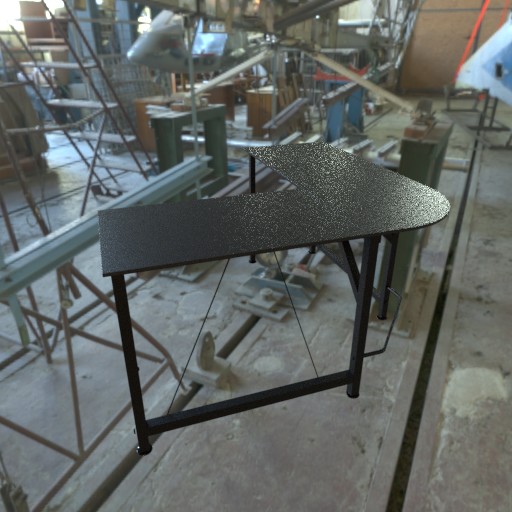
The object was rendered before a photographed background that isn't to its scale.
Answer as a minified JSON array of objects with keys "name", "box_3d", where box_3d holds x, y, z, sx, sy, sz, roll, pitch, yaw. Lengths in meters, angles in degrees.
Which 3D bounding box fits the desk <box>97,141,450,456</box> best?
[{"name":"desk","box_3d":[0.000,0.000,2.211,1.400,0.762,1.400,-9,27,-17]}]
